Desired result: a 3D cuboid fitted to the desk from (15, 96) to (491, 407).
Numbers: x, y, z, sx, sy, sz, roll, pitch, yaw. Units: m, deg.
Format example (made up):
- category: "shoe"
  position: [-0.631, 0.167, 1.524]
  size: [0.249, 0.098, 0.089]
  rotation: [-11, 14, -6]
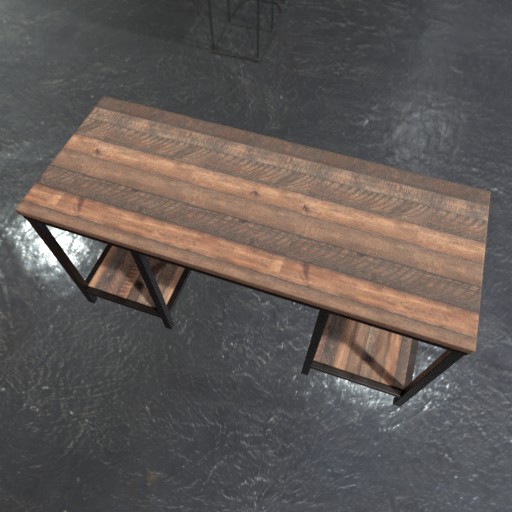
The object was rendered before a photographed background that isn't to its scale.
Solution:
- category: "desk"
  position: [0.000, 0.000, 1.866]
  size: [1.538, 0.753, 0.617]
  rotation: [17, 60, 10]
